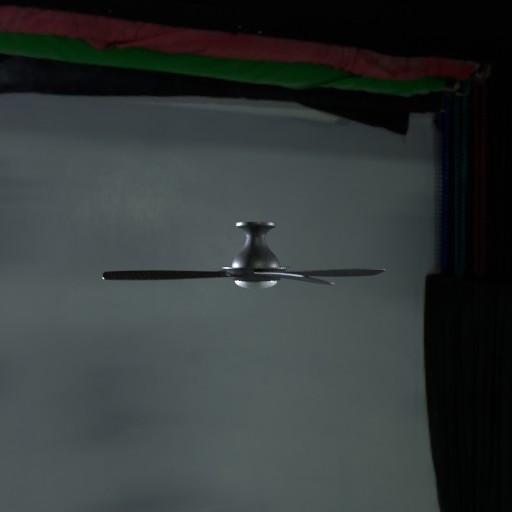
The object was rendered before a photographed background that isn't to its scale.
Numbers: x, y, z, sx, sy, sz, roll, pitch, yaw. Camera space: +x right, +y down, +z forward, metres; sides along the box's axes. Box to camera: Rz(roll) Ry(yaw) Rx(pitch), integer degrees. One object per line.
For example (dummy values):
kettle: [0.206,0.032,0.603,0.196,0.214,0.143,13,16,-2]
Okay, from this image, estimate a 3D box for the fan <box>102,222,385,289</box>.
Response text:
fan: [0.000,0.000,2.589,1.694,0.382,1.694,0,0,-18]
